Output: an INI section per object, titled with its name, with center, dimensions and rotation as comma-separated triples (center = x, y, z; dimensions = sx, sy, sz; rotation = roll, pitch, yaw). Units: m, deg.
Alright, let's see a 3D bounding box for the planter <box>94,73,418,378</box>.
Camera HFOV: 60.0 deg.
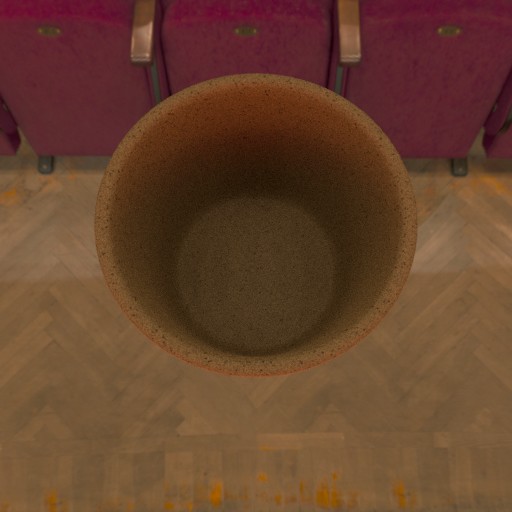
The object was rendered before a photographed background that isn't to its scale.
[planter]
center = 0.000, 0.000, 0.356
dimensions = 0.191, 0.199, 0.191
rotation = 0, 74, 0
